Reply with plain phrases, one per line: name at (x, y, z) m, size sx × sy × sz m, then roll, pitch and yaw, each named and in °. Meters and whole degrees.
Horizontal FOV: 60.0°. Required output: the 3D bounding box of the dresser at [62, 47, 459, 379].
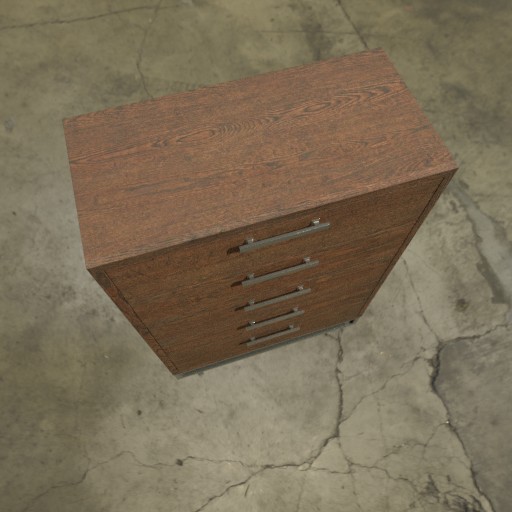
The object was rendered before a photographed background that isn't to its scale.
dresser at (0.000, 0.000, 1.773) m, size 0.965 × 1.321 × 0.508 m, roll -16°, pitch 65°, yaw -8°
